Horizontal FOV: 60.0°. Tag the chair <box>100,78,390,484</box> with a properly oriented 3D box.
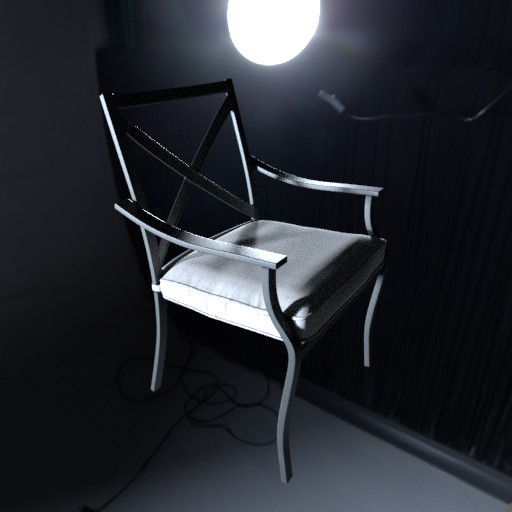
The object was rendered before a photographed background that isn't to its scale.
[{"bbox_3d":[0.000,0.000,1.267,0.620,0.889,0.575,17,31,31],"label":"chair"}]
